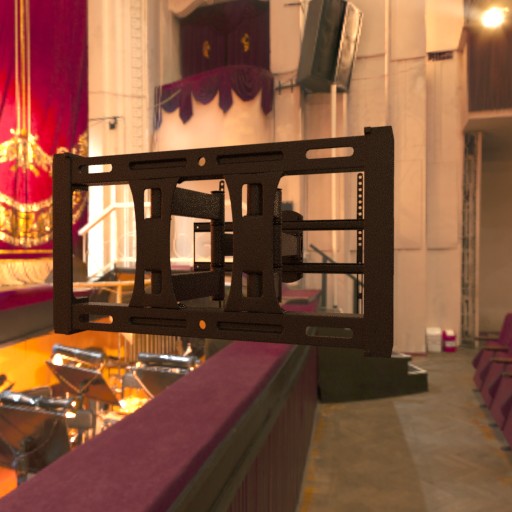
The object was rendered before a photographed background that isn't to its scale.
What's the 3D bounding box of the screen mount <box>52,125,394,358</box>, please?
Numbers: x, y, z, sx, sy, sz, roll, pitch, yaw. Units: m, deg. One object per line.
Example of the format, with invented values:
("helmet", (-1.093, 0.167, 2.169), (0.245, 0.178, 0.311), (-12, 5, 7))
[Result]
("screen mount", (0.000, 0.000, 1.095), (0.661, 0.491, 0.644), (0, 1, 18))
